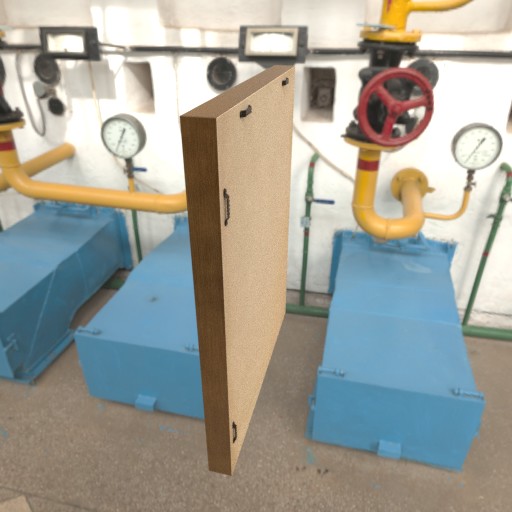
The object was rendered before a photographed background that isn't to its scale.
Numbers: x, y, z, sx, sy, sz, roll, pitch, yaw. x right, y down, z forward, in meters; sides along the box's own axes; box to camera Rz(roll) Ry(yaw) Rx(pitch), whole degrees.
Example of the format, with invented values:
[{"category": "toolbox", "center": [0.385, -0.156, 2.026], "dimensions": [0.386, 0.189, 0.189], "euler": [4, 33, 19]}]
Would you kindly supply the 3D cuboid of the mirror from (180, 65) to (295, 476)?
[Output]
[{"category": "mirror", "center": [0.000, 0.000, 0.693], "dimensions": [0.041, 0.508, 0.405], "euler": [7, 30, 12]}]
